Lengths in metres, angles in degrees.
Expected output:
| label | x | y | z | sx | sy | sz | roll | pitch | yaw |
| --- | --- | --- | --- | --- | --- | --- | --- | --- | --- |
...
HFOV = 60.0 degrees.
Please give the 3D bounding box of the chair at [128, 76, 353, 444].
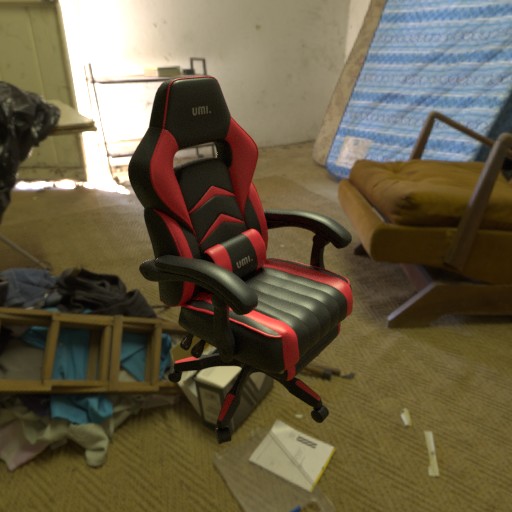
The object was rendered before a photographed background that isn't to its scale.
| label | x | y | z | sx | sy | sz | roll | pitch | yaw |
| --- | --- | --- | --- | --- | --- | --- | --- | --- | --- |
| chair | 0.000 | 0.000 | 1.656 | 0.700 | 1.220 | 0.700 | 19 | 32 | 34 |
